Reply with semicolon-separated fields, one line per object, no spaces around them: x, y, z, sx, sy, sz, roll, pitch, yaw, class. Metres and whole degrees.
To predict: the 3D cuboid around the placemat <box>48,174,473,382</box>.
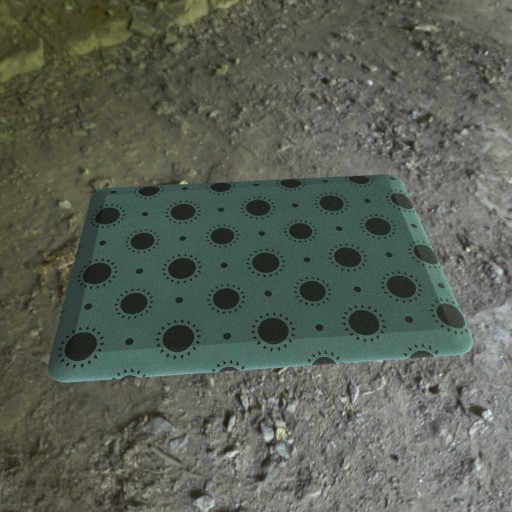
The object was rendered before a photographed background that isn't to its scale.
0.000;0.000;0.932;0.762;0.021;0.508;-3;49;-3;placemat
